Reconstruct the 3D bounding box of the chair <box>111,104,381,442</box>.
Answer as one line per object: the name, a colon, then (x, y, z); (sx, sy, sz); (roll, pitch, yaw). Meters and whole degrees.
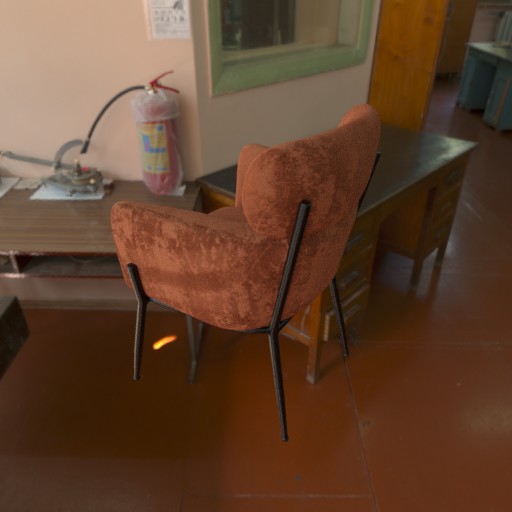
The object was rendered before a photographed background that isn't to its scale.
chair: (0.000, 0.000, 1.168); (0.523, 0.772, 0.561); (20, 38, 29)
